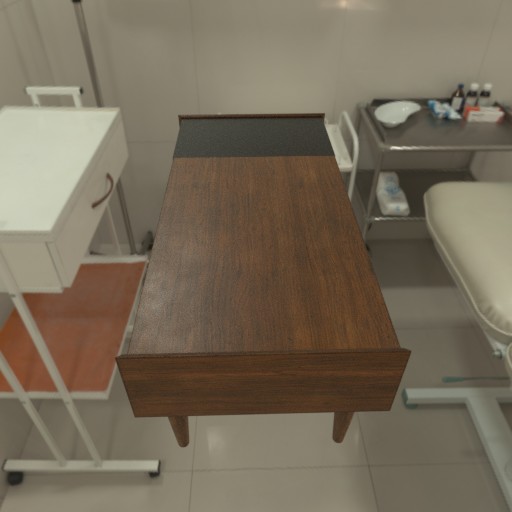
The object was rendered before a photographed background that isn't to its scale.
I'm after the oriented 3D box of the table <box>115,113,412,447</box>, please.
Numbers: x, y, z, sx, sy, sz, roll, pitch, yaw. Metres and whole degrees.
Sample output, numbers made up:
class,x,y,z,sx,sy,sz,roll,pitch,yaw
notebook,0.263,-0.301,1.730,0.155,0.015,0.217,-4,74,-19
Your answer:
class,x,y,z,sx,sy,sz,roll,pitch,yaw
table,0.000,0.000,1.538,0.610,0.508,1.221,-1,40,-1
